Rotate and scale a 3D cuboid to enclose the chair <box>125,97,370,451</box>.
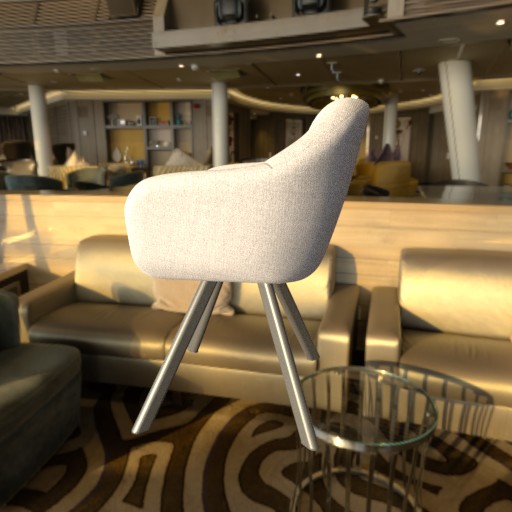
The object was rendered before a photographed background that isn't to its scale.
[{"bbox_3d":[0.000,0.000,1.191,0.550,0.795,0.590,2,13,8],"label":"chair"}]
